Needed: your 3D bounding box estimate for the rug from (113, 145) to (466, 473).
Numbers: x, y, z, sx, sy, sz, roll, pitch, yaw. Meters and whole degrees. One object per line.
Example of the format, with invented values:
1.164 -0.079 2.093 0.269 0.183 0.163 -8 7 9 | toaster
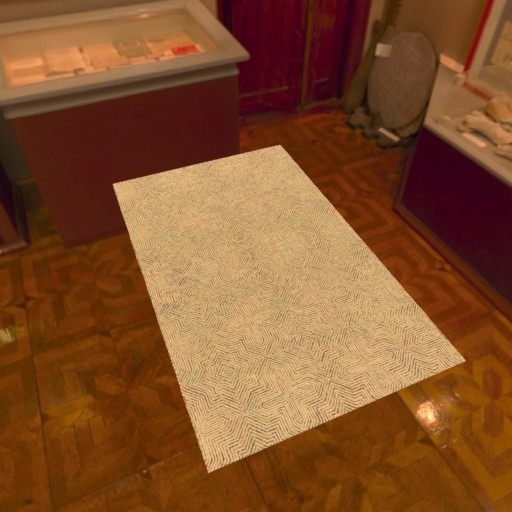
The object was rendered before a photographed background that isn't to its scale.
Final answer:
0.000 0.000 3.051 1.519 0.007 2.428 -17 48 -16 | rug
